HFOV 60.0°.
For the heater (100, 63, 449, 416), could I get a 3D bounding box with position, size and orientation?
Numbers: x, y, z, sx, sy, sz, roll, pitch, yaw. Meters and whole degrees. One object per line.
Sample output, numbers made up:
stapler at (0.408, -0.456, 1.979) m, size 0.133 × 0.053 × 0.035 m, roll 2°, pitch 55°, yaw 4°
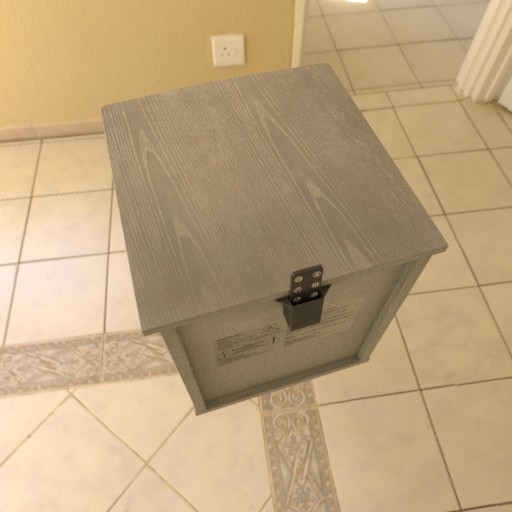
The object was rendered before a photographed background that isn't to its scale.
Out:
heater at (0.000, 0.000, 0.754) m, size 0.362 × 0.481 × 0.400 m, roll -15°, pitch 59°, yaw -9°
